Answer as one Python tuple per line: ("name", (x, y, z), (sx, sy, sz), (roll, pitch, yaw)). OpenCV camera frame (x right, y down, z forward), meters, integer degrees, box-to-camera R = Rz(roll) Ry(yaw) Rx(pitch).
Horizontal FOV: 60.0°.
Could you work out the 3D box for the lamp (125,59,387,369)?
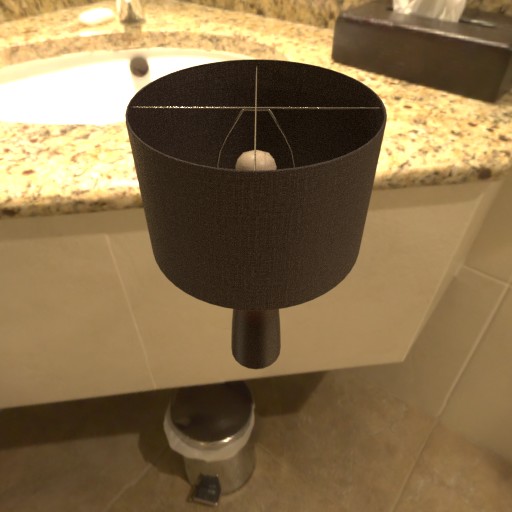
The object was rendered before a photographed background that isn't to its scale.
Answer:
("lamp", (0.000, 0.000, 0.688), (0.303, 0.488, 0.303), (0, 42, 0))
